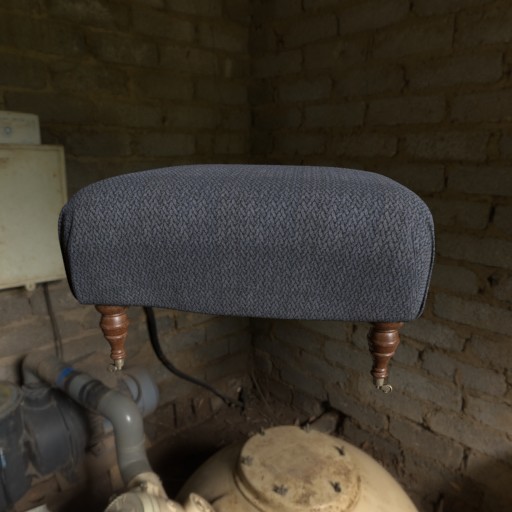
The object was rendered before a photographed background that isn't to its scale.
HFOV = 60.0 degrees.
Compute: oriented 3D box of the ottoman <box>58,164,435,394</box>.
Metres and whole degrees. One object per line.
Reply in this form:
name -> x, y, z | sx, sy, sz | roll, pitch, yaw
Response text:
ottoman -> 0.000, 0.000, 1.122 | 0.747, 0.450, 0.622 | 2, 14, 8
